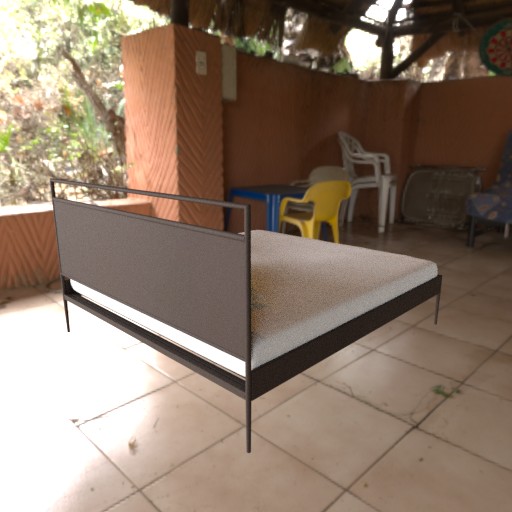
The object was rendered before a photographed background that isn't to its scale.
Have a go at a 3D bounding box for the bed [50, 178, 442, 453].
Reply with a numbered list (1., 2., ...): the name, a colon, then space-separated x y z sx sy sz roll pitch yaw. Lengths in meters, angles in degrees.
1. bed: 0.000 0.000 3.353 1.993 1.173 2.151 13 20 42
